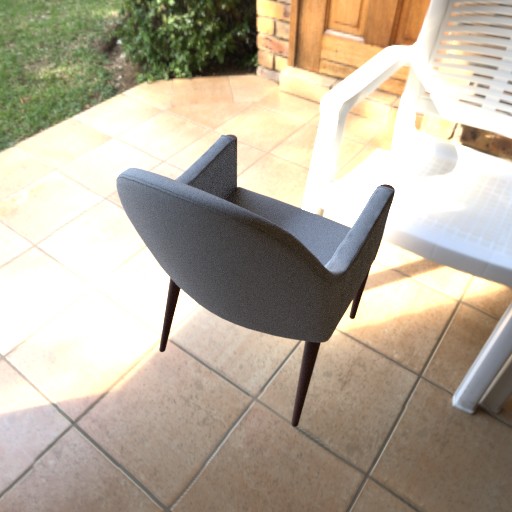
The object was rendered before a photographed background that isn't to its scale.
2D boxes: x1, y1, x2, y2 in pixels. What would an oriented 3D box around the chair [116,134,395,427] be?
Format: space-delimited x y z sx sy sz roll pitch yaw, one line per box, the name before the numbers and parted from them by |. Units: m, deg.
chair | 0.000 0.000 1.319 0.610 0.889 0.620 23 50 21
